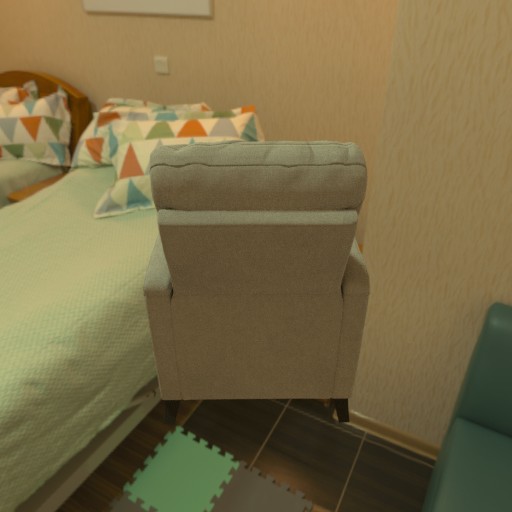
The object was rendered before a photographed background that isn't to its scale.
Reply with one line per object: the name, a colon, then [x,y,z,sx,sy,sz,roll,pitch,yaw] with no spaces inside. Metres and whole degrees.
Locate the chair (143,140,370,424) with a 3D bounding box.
chair: [0.000,0.000,1.657,0.710,1.049,0.922,0,31,-1]
